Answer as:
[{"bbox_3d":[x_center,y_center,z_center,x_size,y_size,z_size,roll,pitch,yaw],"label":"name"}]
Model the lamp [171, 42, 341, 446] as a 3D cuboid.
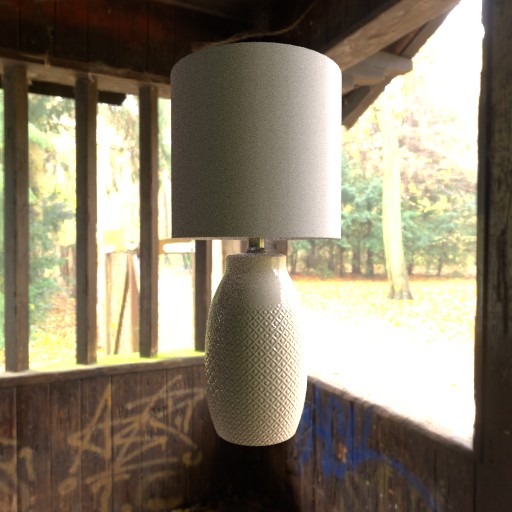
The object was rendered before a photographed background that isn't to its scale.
[{"bbox_3d":[0.000,0.000,0.577,0.217,0.453,0.217,1,1,35],"label":"lamp"}]
